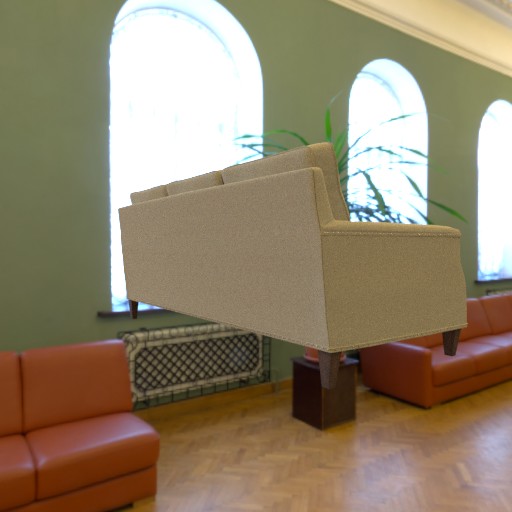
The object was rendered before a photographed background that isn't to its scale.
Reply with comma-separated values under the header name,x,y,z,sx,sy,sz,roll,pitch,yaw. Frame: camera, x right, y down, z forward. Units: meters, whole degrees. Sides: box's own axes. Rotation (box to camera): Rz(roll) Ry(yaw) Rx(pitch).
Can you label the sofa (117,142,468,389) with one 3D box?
name,x,y,z,sx,sy,sz,roll,pitch,yaw
sofa,0.000,0.000,2.844,1.084,1.003,2.246,-1,1,-36
